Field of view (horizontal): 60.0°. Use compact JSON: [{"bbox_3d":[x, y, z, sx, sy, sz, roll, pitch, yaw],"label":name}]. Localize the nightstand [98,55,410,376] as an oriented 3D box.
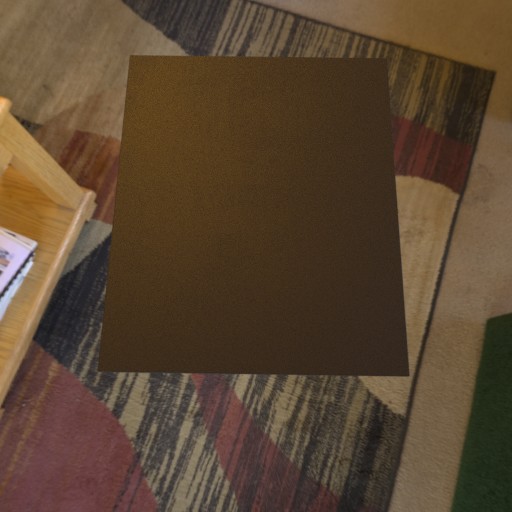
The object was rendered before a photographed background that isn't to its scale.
[{"bbox_3d":[0.000,0.000,0.930,0.402,0.623,0.479,1,75,0],"label":"nightstand"}]
